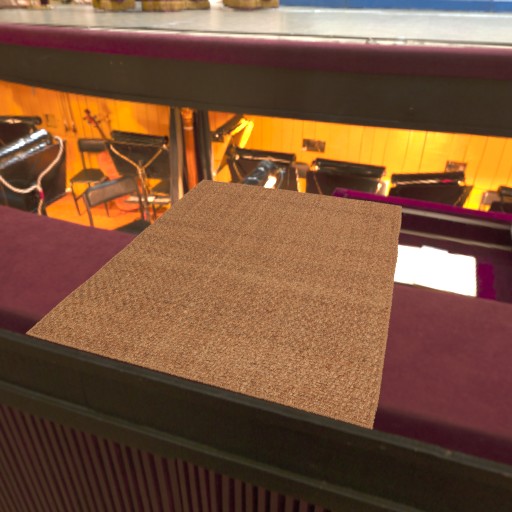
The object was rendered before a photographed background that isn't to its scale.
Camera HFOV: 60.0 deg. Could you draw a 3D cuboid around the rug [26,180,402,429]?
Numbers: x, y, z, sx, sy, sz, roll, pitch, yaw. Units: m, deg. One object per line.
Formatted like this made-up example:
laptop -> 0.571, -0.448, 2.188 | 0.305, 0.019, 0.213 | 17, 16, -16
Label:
rug -> 0.000, 0.000, 4.014 | 2.439, 0.013, 3.048 | 10, 33, 16
